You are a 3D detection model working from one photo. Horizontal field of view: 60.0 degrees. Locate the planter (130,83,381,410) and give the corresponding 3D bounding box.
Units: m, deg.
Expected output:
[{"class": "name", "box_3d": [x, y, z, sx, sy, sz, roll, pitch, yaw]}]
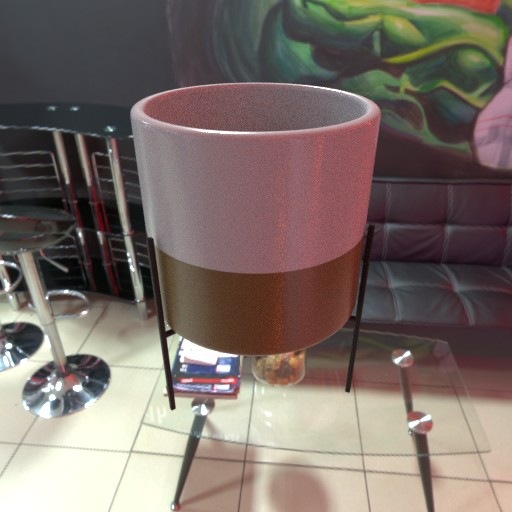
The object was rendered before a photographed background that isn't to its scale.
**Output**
[{"class": "planter", "box_3d": [0.000, 0.000, 0.648, 0.310, 0.432, 0.310, 21, 37, 32]}]
